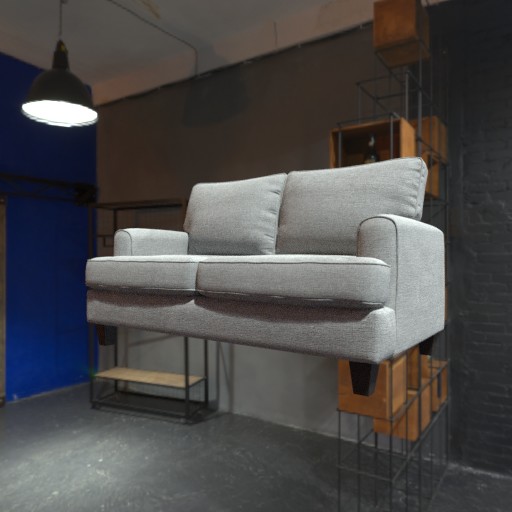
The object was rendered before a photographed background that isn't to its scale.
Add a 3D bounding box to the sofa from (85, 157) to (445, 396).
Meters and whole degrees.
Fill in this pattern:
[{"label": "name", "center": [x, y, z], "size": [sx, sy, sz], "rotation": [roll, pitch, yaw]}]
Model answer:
[{"label": "sofa", "center": [0.000, 0.000, 2.282], "size": [1.651, 0.965, 0.965], "rotation": [0, 0, 36]}]
